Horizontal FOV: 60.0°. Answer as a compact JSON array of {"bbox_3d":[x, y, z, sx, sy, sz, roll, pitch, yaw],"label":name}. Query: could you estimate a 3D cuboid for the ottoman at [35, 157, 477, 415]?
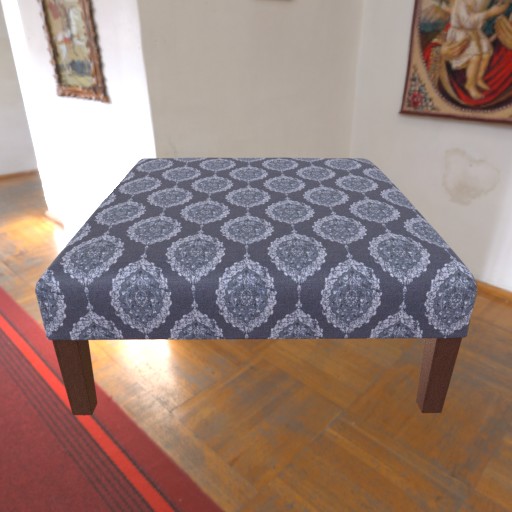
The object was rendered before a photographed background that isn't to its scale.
[{"bbox_3d":[0.000,0.000,1.334,0.889,0.409,0.890,0,27,0],"label":"ottoman"}]
